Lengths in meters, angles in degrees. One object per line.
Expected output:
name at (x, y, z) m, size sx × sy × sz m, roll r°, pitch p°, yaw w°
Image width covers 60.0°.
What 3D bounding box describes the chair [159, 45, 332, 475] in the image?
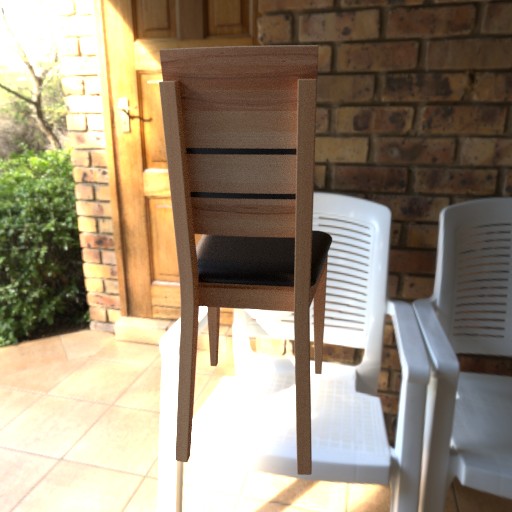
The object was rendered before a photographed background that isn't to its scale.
chair at (0.000, 0.000, 1.173) m, size 0.410 × 0.940 × 0.520 m, roll 2°, pitch 16°, yaw 8°
